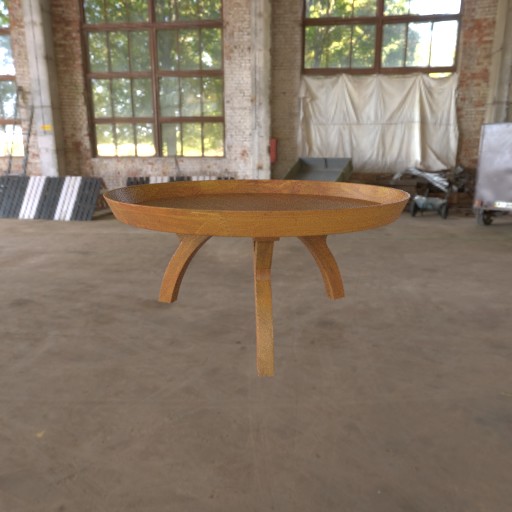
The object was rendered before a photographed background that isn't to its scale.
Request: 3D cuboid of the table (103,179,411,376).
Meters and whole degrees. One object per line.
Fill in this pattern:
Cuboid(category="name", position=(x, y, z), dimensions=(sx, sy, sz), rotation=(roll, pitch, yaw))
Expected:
Cuboid(category="table", position=(0.000, 0.000, 1.594), dimensions=(1.016, 0.470, 1.016), rotation=(0, 14, 0))
